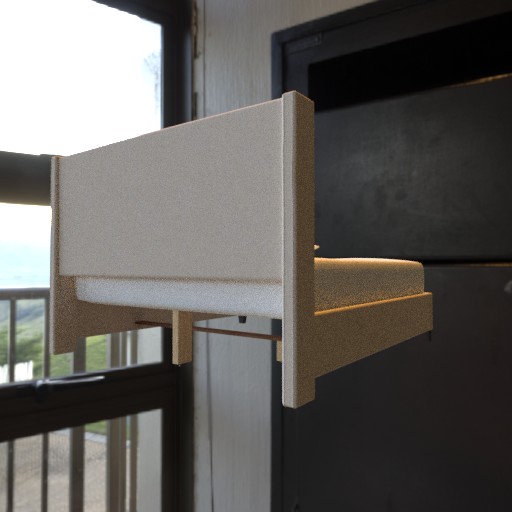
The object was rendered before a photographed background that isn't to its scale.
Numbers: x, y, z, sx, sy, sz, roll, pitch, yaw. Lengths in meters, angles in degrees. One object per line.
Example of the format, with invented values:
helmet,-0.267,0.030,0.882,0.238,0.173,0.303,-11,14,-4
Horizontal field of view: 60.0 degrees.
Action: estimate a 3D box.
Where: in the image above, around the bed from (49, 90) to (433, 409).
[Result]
bed,0.000,0.000,3.586,2.145,1.471,2.293,-1,-2,36
